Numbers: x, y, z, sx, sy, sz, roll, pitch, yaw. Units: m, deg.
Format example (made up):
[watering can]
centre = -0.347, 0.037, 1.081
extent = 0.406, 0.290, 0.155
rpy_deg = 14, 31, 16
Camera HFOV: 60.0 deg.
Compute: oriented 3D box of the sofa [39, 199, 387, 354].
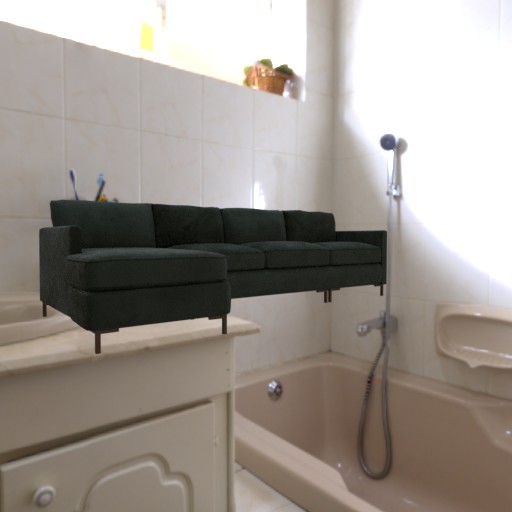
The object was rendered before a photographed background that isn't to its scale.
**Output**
[sofa]
centre = 0.000, 0.000, 4.017
extent = 3.400, 0.967, 1.500
rpy_deg = -2, 3, -36
